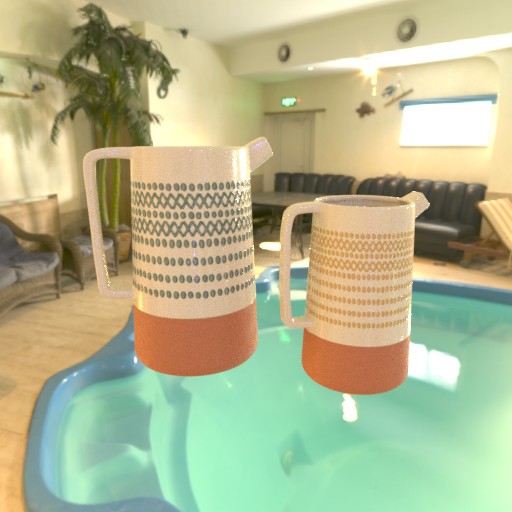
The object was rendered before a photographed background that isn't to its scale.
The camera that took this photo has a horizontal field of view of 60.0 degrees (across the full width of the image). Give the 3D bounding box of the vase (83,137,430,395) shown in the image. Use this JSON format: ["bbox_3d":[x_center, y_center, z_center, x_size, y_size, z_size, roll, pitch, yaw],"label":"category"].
[{"bbox_3d":[0.000,0.000,0.474,0.326,0.247,0.168,7,16,25],"label":"vase"}]
